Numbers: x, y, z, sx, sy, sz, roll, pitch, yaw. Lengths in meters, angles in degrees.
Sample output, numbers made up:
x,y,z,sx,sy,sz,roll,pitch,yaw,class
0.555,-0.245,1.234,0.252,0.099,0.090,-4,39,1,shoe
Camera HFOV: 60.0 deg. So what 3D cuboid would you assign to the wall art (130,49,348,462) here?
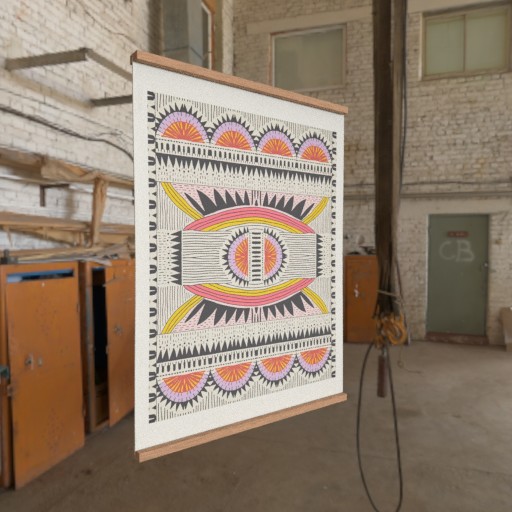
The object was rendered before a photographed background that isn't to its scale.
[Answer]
x,y,z,sx,sy,sz,roll,pitch,yaw,class
0.000,0.000,0.800,0.456,0.609,0.028,-1,2,-36,wall art
